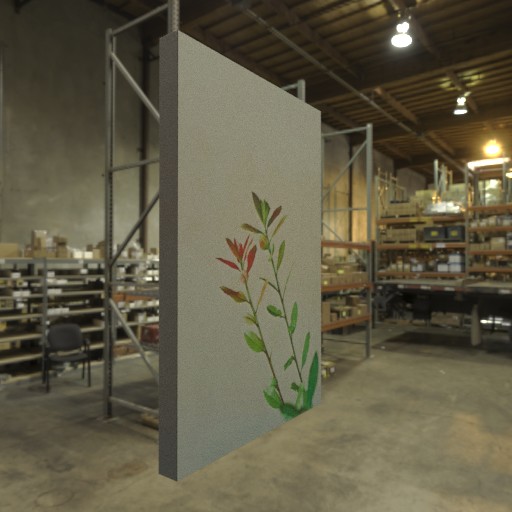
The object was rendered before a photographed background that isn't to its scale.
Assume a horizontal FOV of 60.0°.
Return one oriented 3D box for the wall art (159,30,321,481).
[{"bbox_3d":[0.000,0.000,0.774,0.038,0.611,0.408,0,-1,36],"label":"wall art"}]
